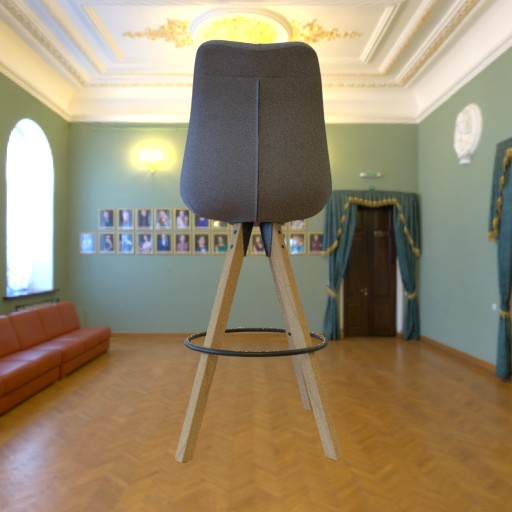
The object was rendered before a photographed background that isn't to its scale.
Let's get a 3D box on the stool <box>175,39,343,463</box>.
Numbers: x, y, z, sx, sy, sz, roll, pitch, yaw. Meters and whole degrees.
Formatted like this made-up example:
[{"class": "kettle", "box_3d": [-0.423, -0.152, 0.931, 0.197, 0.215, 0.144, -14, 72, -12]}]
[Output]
[{"class": "stool", "box_3d": [0.000, 0.000, 1.398, 0.485, 1.115, 0.550, 0, -1, -2]}]
